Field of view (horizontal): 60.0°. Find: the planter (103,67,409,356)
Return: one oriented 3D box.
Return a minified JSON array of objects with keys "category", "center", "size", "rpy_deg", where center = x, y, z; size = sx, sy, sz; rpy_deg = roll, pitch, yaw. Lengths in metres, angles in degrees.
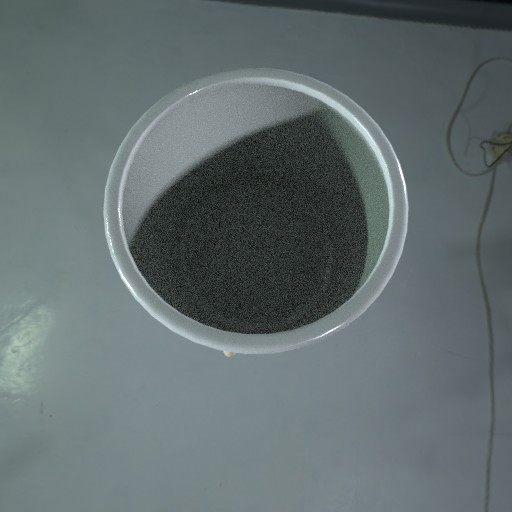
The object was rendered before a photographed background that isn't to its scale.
[{"category":"planter","center":[0.000,0.000,0.577],"size":[0.265,0.404,0.265],"rpy_deg":[4,75,1]}]
